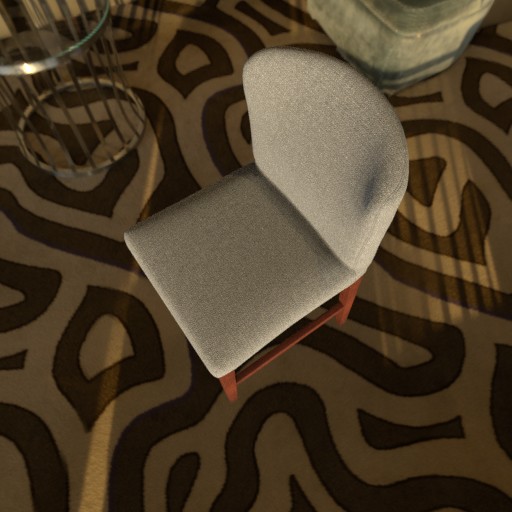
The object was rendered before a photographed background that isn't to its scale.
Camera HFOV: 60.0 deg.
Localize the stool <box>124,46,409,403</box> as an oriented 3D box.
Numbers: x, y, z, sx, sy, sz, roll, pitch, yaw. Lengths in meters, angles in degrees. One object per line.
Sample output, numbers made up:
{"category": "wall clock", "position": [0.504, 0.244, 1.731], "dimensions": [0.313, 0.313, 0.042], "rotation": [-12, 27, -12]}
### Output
{"category": "stool", "position": [0.000, 0.000, 1.253], "dimensions": [0.568, 0.968, 0.479], "rotation": [-32, 67, -15]}
